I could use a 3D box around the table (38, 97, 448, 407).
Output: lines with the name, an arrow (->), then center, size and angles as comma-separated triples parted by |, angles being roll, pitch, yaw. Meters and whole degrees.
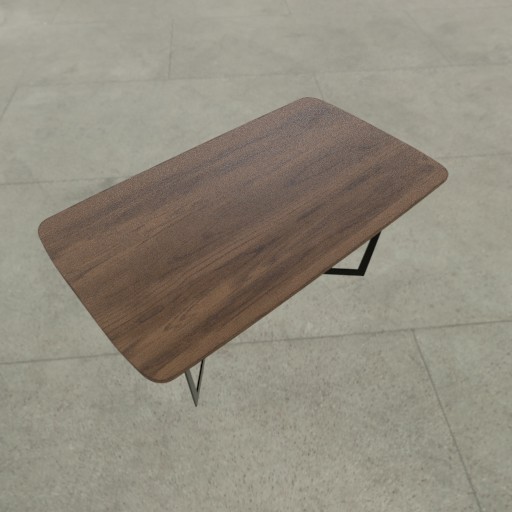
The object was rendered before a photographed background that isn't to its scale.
table -> 0.000, 0.000, 2.199 | 1.643, 0.765, 0.949 | -33, 56, -26
